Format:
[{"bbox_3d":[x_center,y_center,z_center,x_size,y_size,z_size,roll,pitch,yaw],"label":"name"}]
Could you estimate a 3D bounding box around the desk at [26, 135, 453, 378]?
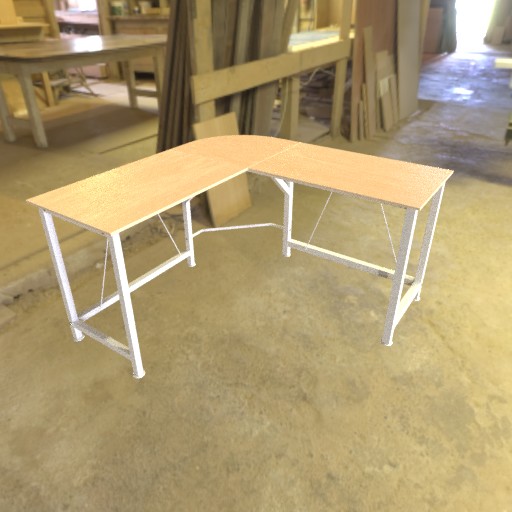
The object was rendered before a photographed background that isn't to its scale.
[{"bbox_3d":[0.000,0.000,2.221,1.400,0.762,1.400,19,36,29],"label":"desk"}]
